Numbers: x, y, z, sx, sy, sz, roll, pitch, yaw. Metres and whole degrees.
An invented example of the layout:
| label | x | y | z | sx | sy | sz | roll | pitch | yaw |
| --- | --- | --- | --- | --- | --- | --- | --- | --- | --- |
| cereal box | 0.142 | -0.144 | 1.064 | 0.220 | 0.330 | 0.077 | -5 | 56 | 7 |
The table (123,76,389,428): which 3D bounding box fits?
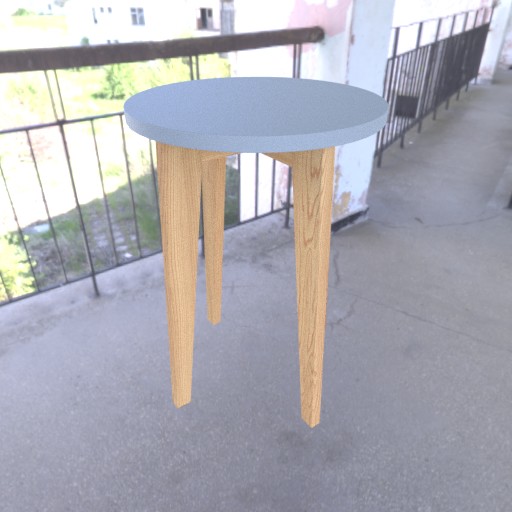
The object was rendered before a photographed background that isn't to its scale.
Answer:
| label | x | y | z | sx | sy | sz | roll | pitch | yaw |
| --- | --- | --- | --- | --- | --- | --- | --- | --- | --- |
| table | 0.000 | 0.000 | 0.733 | 0.350 | 0.500 | 0.350 | 0 | 31 | 0 |
